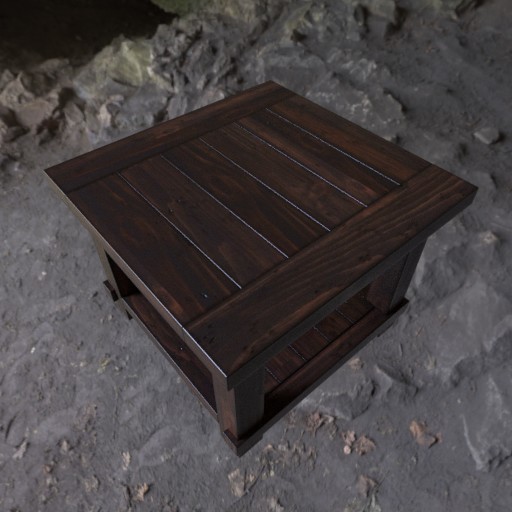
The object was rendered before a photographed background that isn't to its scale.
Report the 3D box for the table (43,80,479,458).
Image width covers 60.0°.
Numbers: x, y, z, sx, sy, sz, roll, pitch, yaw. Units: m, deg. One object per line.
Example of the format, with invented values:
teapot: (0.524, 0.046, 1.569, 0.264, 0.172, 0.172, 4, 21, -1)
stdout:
table: (0.000, 0.000, 1.016, 0.606, 0.437, 0.593, -32, 54, -27)
